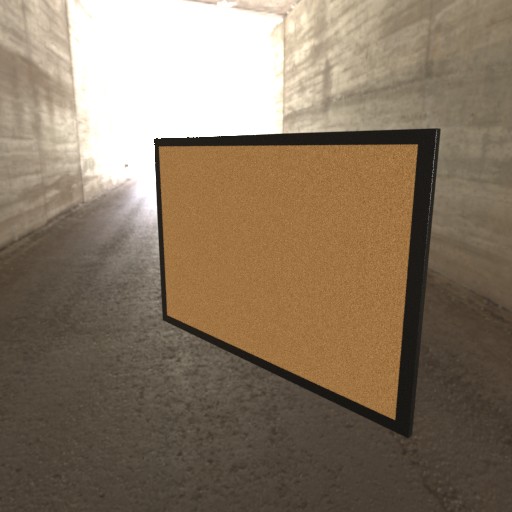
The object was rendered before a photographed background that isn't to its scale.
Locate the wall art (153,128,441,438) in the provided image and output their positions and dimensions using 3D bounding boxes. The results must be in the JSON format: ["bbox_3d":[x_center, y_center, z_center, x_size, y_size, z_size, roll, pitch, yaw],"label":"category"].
[{"bbox_3d":[0.000,0.000,1.043,0.015,0.552,0.819,-13,19,-43],"label":"wall art"}]
